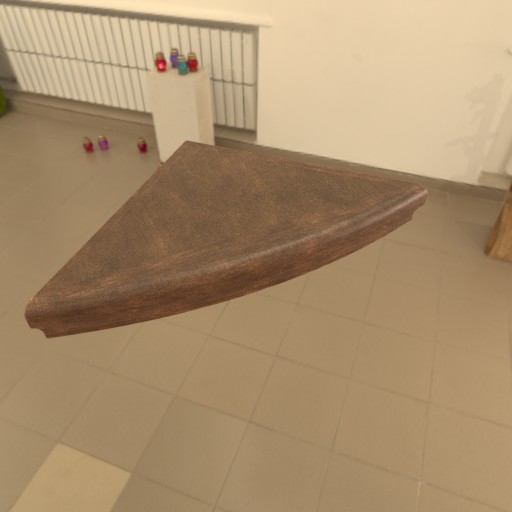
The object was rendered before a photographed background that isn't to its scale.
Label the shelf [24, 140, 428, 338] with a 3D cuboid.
[{"bbox_3d":[0.000,0.000,0.455,0.310,0.050,0.310,14,45,15],"label":"shelf"}]
